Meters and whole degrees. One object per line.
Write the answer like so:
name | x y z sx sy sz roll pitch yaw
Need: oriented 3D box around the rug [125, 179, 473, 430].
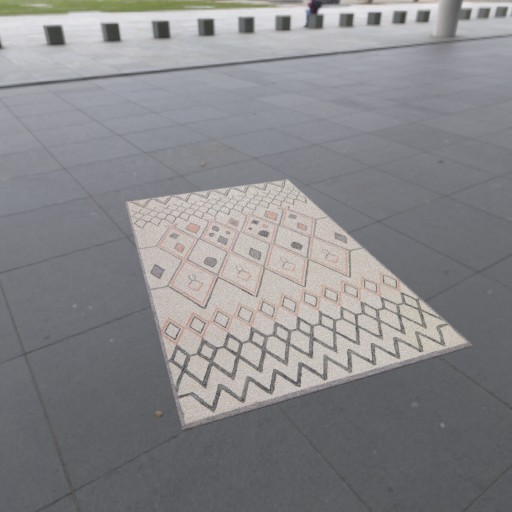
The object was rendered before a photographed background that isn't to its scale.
rug | 0.000 0.000 3.059 1.524 0.015 2.438 -11 33 -17
